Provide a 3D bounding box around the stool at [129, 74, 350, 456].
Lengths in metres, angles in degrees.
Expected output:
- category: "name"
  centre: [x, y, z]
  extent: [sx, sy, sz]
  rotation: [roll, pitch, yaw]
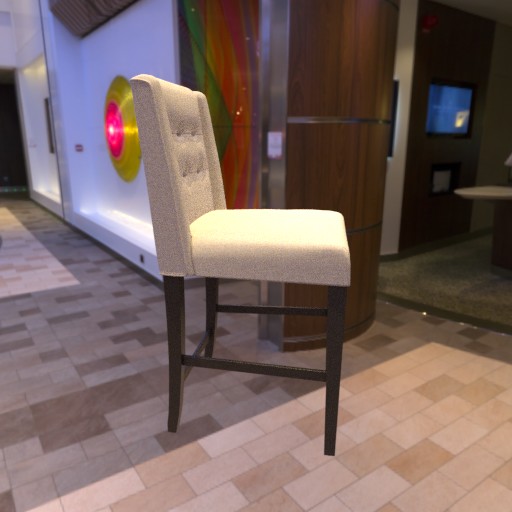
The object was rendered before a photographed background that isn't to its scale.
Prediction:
- category: "stool"
  centre: [0.000, 0.000, 1.270]
  extent: [0.509, 0.939, 0.474]
  rotation: [2, 15, 9]
